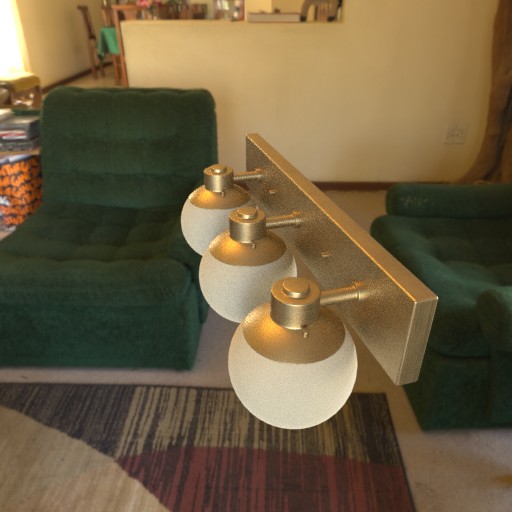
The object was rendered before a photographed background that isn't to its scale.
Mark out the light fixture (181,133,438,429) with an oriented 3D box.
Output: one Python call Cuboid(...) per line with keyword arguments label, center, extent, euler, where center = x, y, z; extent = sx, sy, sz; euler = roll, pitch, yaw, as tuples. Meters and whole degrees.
Cuboid(label="light fixture", center=(0.000, 0.000, 0.835), extent=(0.218, 0.263, 0.721), euler=(-8, 31, -14))
